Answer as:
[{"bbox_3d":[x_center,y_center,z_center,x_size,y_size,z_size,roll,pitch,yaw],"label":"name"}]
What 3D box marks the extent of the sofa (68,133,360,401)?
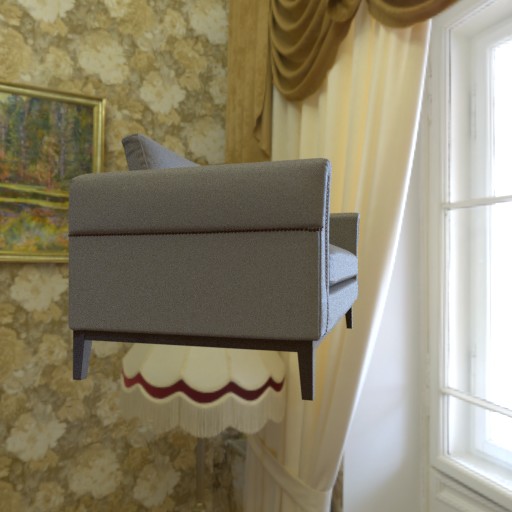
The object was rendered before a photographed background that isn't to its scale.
[{"bbox_3d":[0.000,0.000,2.142,0.899,0.873,1.598,0,-1,16],"label":"sofa"}]
